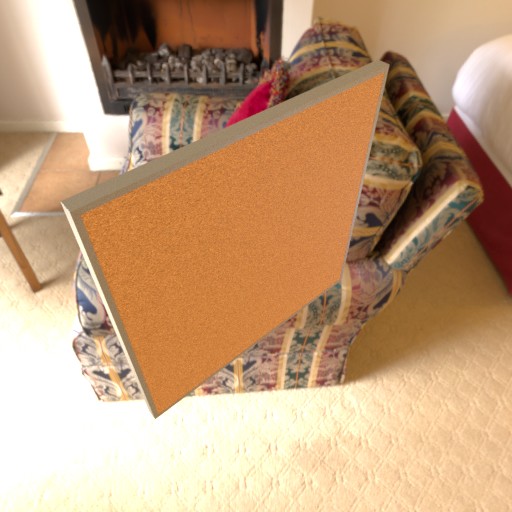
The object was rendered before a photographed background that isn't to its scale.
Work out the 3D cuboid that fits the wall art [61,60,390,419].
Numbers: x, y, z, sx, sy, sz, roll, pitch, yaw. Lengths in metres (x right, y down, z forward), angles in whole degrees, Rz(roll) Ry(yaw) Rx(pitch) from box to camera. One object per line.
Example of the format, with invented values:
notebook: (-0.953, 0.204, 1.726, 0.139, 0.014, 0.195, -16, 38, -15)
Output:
wall art: (0.000, 0.000, 1.186, 0.809, 0.807, 0.038, -32, 55, -26)
